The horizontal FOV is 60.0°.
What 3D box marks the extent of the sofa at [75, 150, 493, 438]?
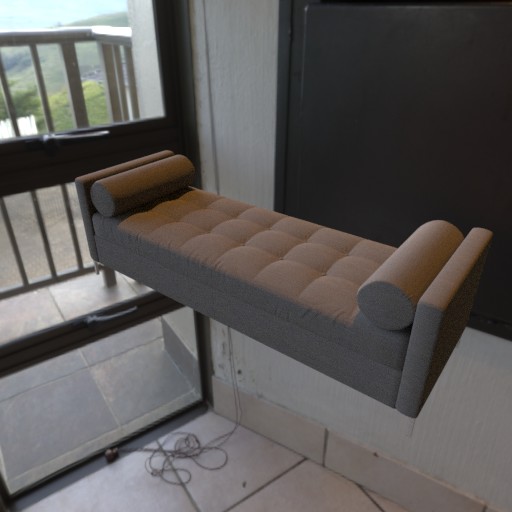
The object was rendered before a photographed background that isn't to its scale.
[{"bbox_3d":[0.000,0.000,2.276,1.981,0.635,0.686,20,35,32],"label":"sofa"}]
